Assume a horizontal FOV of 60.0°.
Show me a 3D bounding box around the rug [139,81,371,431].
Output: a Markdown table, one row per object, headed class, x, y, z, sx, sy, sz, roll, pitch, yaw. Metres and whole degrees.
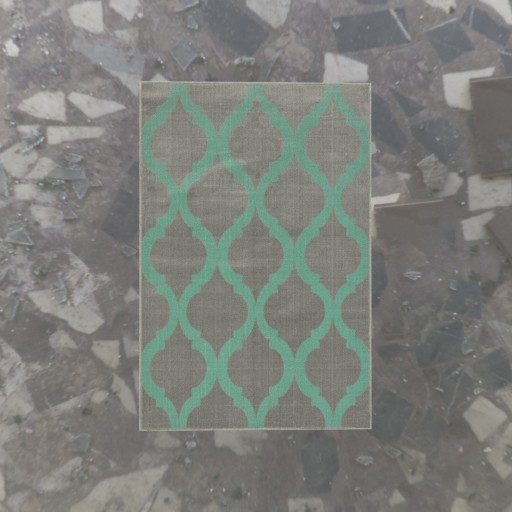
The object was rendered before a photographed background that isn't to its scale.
| class | x | y | z | sx | sy | sz | roll | pitch | yaw |
| --- | --- | --- | --- | --- | --- | --- | --- | --- | --- |
| rug | 0.000 | 0.000 | 2.915 | 1.524 | 0.006 | 2.286 | 0 | 90 | -1 |
